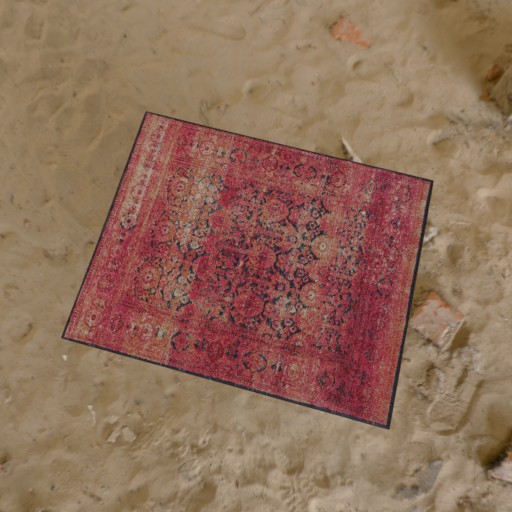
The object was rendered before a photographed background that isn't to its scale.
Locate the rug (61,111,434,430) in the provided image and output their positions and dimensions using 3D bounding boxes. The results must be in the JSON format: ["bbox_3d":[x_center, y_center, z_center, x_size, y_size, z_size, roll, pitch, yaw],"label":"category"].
[{"bbox_3d":[0.000,0.000,4.220,3.032,0.020,2.411,14,76,4],"label":"rug"}]
